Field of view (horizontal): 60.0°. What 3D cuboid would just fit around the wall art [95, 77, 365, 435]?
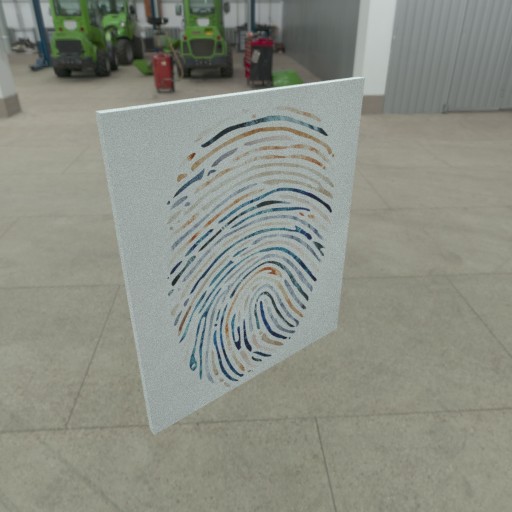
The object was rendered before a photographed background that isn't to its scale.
[{"bbox_3d":[0.000,0.000,1.006,0.609,0.710,0.021,-21,36,-33],"label":"wall art"}]
